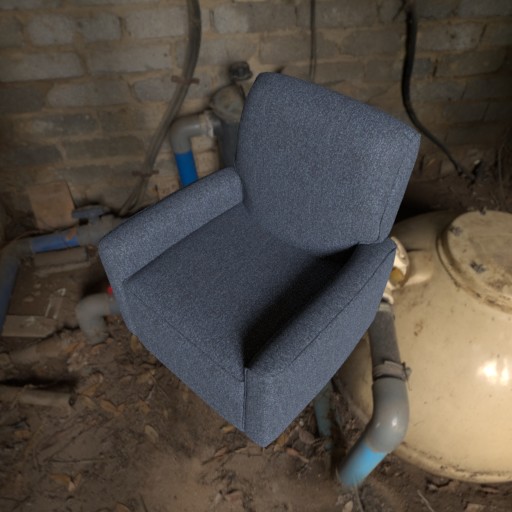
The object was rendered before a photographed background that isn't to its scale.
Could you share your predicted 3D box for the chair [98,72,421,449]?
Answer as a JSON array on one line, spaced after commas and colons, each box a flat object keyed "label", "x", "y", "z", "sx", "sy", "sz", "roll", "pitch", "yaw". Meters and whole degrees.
[{"label": "chair", "x": 0.000, "y": 0.000, "z": 1.642, "sx": 0.839, "sy": 1.016, "sz": 0.850, "roll": 33, "pitch": 55, "yaw": 27}]
